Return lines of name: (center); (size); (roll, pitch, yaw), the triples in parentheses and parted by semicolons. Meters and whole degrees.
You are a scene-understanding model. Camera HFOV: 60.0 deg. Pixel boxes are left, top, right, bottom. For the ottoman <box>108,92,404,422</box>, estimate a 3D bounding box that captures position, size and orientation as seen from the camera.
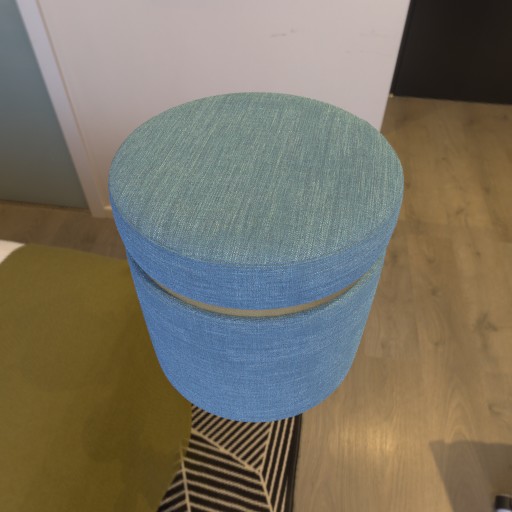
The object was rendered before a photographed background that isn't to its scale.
ottoman: (0.000, 0.000, 0.733); (0.398, 0.406, 0.398); (0, 46, 0)
